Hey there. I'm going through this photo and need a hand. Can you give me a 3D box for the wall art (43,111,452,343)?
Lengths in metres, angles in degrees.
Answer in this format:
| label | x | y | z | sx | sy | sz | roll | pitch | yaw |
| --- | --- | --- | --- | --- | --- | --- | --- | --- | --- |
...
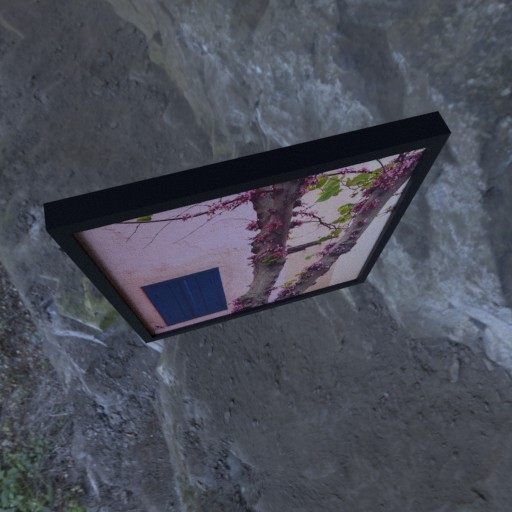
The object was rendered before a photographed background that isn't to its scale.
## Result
| label | x | y | z | sx | sy | sz | roll | pitch | yaw |
| --- | --- | --- | --- | --- | --- | --- | --- | --- | --- |
| wall art | 0.000 | 0.000 | 0.770 | 0.508 | 0.508 | 0.038 | -15 | 65 | -7 |
